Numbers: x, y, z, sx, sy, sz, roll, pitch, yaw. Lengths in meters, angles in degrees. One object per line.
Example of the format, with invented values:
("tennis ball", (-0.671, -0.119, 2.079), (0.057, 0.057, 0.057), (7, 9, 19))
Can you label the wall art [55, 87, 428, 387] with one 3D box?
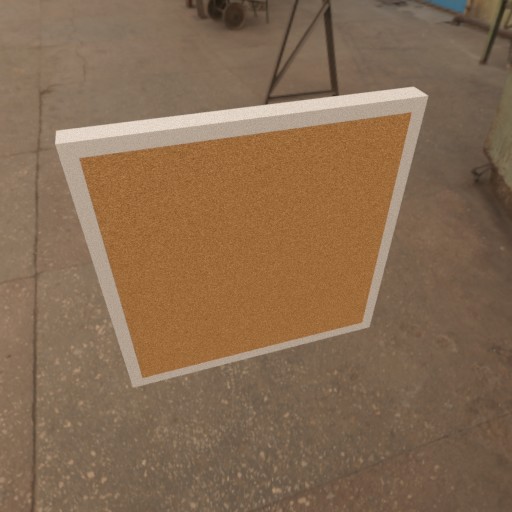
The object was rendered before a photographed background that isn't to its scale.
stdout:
("wall art", (0.000, 0.000, 0.759), (0.507, 0.508, 0.038), (-11, 42, -13))
